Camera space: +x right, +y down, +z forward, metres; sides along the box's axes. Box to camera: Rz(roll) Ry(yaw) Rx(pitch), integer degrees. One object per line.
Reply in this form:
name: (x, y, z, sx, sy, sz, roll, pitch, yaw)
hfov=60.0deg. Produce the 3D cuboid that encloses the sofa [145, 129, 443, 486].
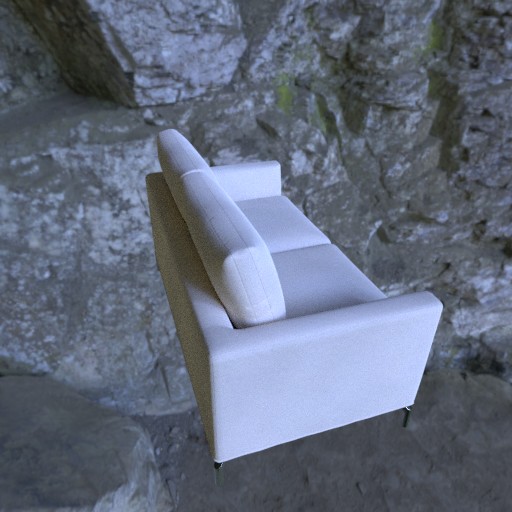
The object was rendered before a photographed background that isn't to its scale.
sofa: (0.000, 0.000, 2.304, 0.906, 0.995, 1.739, -10, 32, -16)
